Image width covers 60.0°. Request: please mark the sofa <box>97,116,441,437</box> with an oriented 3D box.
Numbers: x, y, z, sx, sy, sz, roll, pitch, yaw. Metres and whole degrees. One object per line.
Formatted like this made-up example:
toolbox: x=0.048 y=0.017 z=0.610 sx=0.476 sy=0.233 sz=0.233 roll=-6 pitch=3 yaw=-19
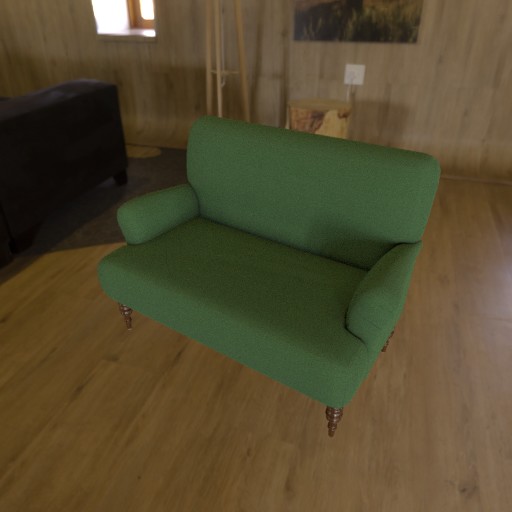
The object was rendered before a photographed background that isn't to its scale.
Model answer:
sofa: x=0.000 y=0.000 z=1.887 sx=1.297 sy=0.889 sz=0.779 roll=19 pitch=36 yaw=29
